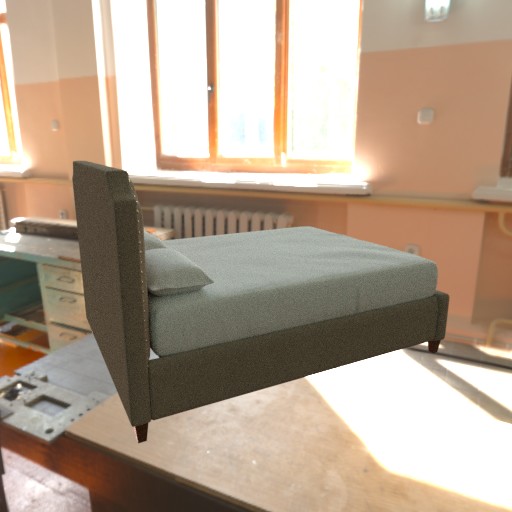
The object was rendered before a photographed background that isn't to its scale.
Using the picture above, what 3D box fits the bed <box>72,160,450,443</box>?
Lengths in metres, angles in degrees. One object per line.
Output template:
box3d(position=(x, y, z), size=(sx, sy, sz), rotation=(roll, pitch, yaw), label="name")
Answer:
box3d(position=(0.000, 0.000, 3.378), size=(2.329, 1.415, 1.703), rotation=(-7, 16, -27), label="bed")
